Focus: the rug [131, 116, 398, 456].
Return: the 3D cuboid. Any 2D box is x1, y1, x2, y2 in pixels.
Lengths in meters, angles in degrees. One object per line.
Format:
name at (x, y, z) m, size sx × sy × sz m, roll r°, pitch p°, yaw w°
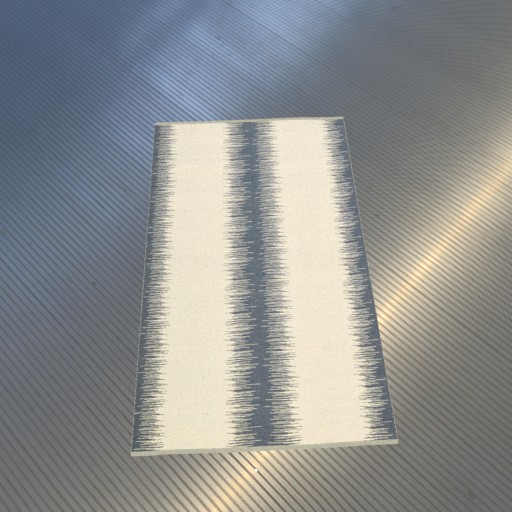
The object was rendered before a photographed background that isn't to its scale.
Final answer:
rug at (0.000, 0.000, 3.041) m, size 1.519 × 0.003 × 2.453 m, roll -2°, pitch 64°, yaw -1°
